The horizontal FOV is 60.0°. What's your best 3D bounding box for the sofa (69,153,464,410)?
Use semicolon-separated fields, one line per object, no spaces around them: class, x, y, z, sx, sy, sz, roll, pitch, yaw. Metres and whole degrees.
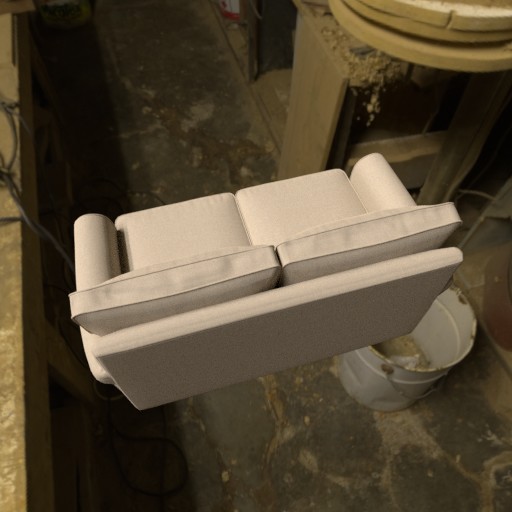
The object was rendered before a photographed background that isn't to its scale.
sofa;0.000;0.000;2.186;1.665;0.937;0.964;-14;57;-9
